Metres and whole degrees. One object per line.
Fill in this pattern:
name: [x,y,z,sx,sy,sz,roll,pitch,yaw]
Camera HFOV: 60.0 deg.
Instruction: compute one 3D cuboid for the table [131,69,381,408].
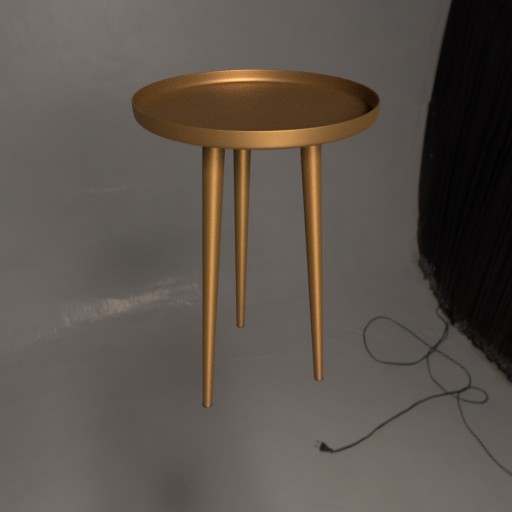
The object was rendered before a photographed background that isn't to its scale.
table: [0.000,0.000,0.677,0.299,0.480,0.299,-11,35,-16]
